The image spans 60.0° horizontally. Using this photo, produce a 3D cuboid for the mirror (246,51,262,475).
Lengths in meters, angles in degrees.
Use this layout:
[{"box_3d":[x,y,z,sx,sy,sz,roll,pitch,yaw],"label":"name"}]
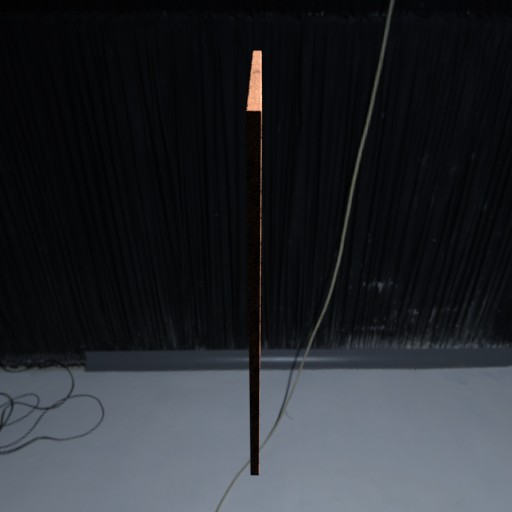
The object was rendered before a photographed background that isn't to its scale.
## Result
[{"box_3d":[0.000,0.000,1.412,0.028,1.099,0.796,0,32,0],"label":"mirror"}]
